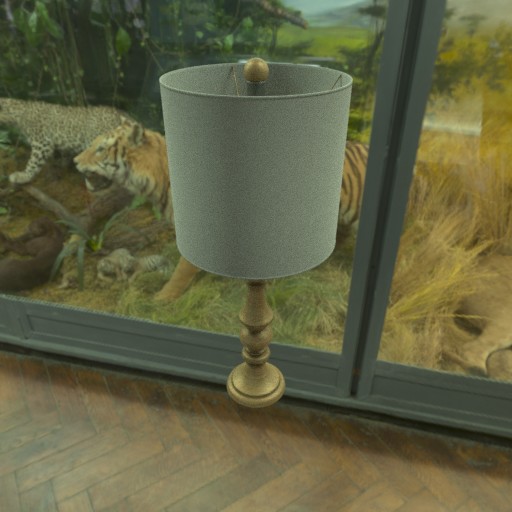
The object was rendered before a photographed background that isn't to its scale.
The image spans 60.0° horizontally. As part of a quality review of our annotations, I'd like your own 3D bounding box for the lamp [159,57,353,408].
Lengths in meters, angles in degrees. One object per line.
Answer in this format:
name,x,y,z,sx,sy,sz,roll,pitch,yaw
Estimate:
lamp,0.000,0.000,0.726,0.250,0.597,0.250,-9,32,-15
